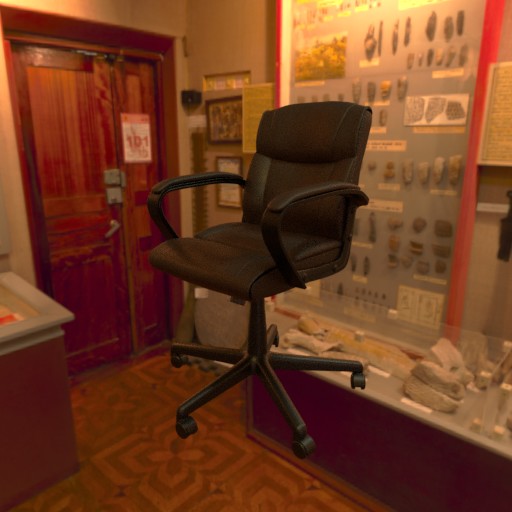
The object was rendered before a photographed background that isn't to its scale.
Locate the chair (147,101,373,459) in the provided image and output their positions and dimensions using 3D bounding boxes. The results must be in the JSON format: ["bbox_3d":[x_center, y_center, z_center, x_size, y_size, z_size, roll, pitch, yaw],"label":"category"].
[{"bbox_3d":[0.000,0.000,1.480,0.739,1.004,0.717,14,21,42],"label":"chair"}]
